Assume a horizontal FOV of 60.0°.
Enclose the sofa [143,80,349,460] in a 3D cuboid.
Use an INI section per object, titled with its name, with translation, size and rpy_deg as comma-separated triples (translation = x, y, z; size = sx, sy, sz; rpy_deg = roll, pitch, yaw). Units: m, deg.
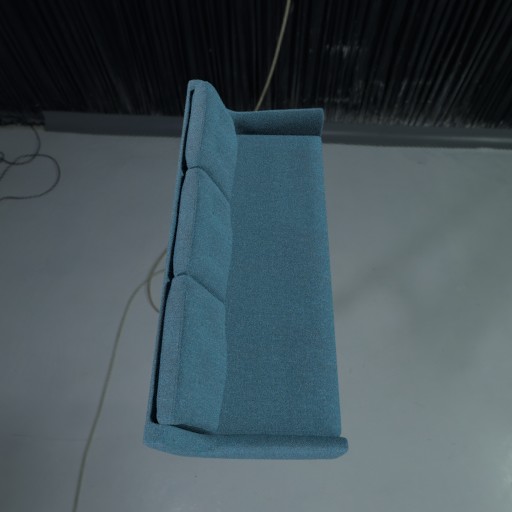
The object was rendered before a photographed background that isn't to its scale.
[sofa]
translation = 0.000, 0.000, 2.482
size = 0.849, 0.837, 2.060
rpy_deg = 1, 62, 0
